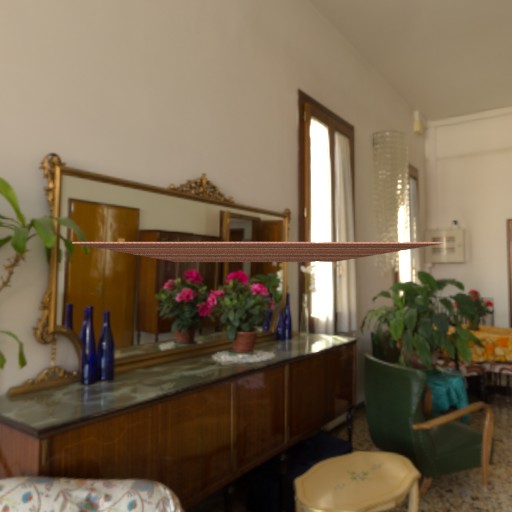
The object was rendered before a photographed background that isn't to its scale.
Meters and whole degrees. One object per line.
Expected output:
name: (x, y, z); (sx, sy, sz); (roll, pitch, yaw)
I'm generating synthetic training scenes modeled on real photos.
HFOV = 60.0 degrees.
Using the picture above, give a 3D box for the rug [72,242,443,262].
rug: (0.000, 0.000, 3.027); (1.523, 0.008, 2.438); (0, -3, 0)
